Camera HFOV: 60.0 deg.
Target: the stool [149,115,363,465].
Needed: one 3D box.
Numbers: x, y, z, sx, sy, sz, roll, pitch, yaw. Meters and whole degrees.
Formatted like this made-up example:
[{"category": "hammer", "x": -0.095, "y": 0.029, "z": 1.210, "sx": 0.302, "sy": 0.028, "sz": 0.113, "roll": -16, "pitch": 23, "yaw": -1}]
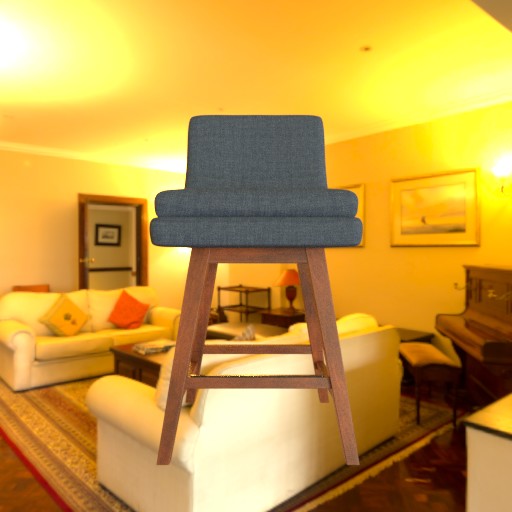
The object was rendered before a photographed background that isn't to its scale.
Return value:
[{"category": "stool", "x": 0.000, "y": 0.000, "z": 1.190, "sx": 0.467, "sy": 0.895, "sz": 0.524, "roll": 0, "pitch": 1, "yaw": 0}]
